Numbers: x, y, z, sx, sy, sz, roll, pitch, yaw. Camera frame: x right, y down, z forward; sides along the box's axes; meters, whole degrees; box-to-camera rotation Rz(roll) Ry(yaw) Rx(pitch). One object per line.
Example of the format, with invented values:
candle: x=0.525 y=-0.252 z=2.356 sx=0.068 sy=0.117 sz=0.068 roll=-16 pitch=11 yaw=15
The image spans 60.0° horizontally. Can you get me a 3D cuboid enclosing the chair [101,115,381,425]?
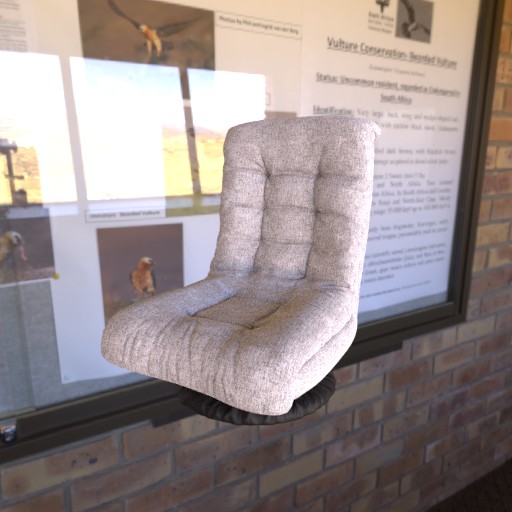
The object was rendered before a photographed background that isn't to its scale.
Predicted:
chair: x=0.000 y=0.000 z=0.953 sx=0.400 sy=0.600 sz=0.583 roll=7 pitch=15 yaw=27
